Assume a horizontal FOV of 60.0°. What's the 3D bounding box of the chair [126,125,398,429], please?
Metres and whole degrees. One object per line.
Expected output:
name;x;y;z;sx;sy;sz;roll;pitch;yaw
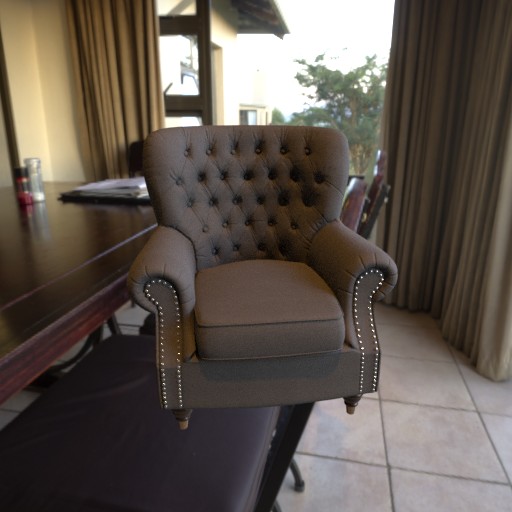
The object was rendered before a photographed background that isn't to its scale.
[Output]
chair;0.000;0.000;1.869;0.983;1.046;0.983;-2;18;-7
